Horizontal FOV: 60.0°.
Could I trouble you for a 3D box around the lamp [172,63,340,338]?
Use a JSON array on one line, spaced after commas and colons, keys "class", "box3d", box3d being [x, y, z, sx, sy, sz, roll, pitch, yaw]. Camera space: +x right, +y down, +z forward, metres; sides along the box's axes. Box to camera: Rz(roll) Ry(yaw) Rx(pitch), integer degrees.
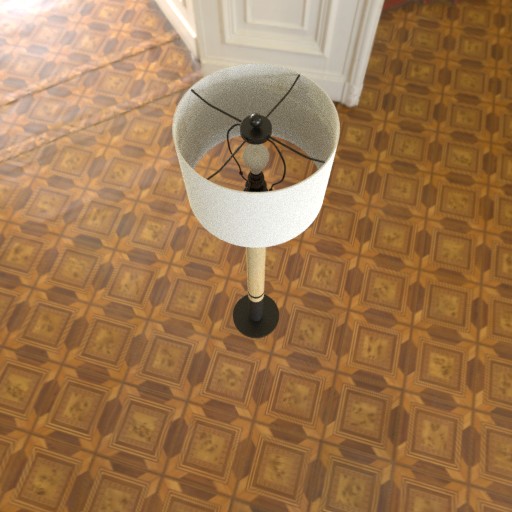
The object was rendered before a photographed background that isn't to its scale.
[{"class": "lamp", "box3d": [0.000, 0.000, 1.657, 0.381, 1.478, 0.381, 14, 66, 6]}]
